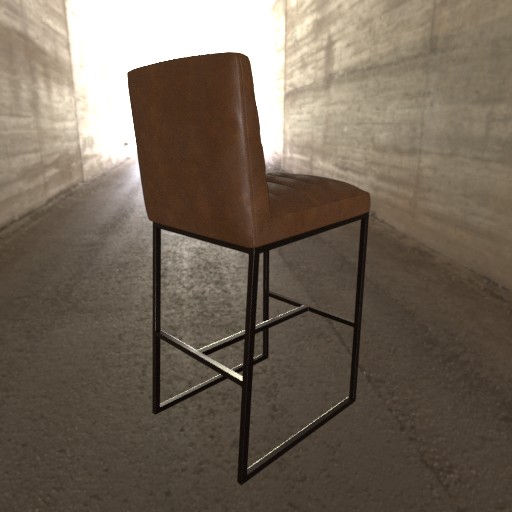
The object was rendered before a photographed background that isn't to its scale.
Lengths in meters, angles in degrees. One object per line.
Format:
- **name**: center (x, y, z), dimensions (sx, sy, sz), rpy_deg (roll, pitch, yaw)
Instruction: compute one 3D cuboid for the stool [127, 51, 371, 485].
- **stool**: center (0.000, 0.000, 1.354), dimensions (0.562, 1.065, 0.463), rpy_deg (-15, 22, -42)
